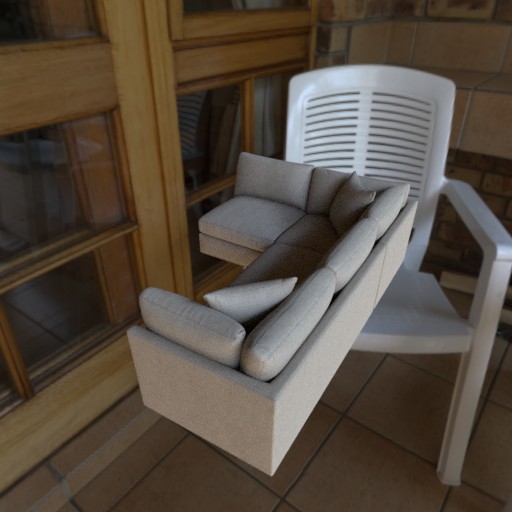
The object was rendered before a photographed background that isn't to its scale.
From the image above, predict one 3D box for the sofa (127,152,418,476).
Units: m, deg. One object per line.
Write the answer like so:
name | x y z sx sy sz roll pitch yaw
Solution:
sofa | 0.000 0.000 3.844 1.994 0.978 2.896 18 35 26
